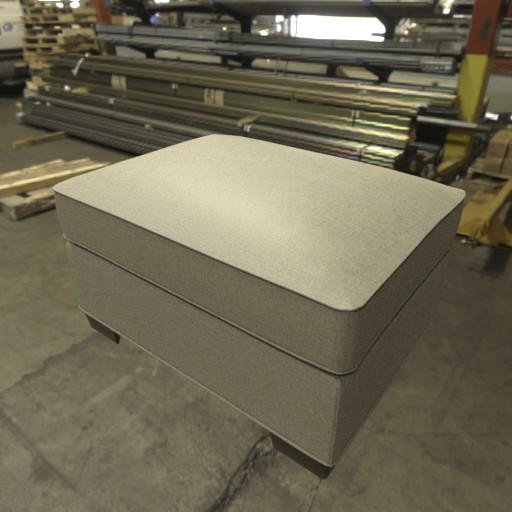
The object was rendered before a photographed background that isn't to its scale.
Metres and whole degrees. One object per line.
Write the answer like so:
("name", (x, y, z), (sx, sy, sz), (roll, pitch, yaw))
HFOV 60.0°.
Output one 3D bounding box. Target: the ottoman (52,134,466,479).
("ottoman", (0.000, 0.000, 1.182), (0.843, 0.504, 0.619), (21, 37, 32))
